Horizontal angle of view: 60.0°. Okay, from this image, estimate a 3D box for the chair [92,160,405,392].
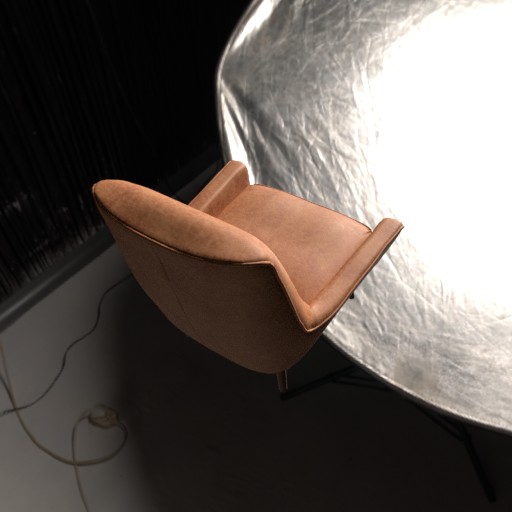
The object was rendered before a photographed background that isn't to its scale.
[{"bbox_3d":[0.000,0.000,1.503,0.753,0.883,0.851,25,51,22],"label":"chair"}]
